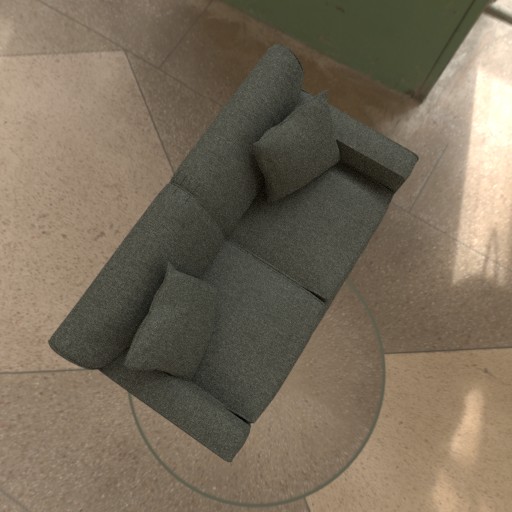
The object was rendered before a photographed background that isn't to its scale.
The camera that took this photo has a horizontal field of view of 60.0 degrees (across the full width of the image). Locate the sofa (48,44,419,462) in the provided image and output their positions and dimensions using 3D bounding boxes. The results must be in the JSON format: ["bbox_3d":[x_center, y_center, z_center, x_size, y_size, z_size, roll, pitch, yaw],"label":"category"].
[{"bbox_3d":[0.000,0.000,2.422,0.998,0.958,1.846,32,78,7],"label":"sofa"}]
